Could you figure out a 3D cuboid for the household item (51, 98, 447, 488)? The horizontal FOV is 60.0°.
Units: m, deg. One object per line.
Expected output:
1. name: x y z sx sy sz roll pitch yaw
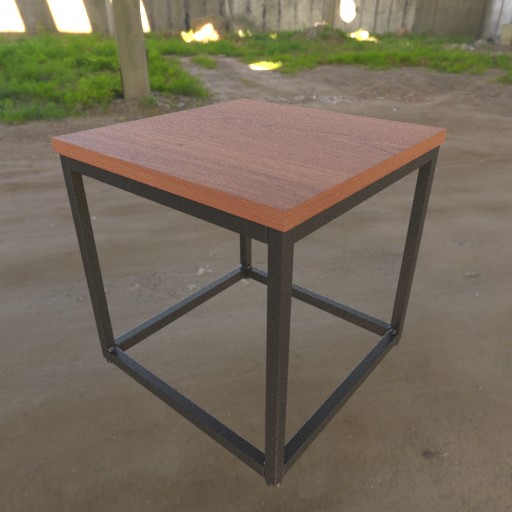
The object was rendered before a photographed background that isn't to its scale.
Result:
1. household item: 0.000 0.000 0.728 0.400 0.400 0.400 22 36 34
